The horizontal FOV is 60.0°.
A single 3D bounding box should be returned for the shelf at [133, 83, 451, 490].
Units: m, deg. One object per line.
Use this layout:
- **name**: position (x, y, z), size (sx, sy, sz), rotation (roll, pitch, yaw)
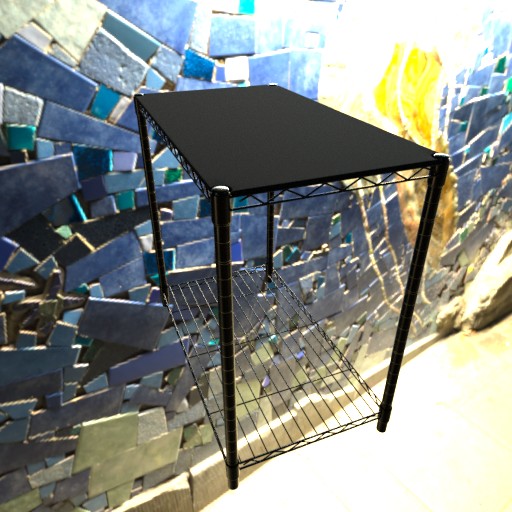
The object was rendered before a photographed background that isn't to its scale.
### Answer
- **shelf**: position (0.000, 0.000, 0.918), size (0.338, 0.564, 0.589), rotation (-12, 33, -19)
